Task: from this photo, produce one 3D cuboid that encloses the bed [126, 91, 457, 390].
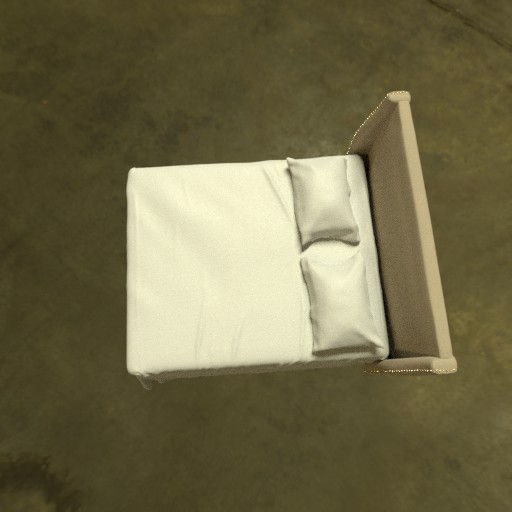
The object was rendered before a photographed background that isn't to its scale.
[{"bbox_3d":[0.000,0.000,3.443,2.276,1.332,1.925,-4,76,-1],"label":"bed"}]
